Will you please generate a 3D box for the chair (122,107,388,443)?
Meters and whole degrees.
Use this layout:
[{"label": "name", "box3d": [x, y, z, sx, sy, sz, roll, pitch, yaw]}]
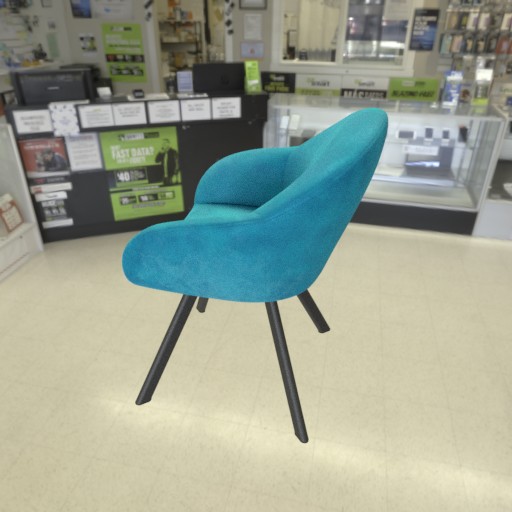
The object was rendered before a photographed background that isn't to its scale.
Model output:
[{"label": "chair", "box3d": [0.000, 0.000, 1.206, 0.590, 0.795, 0.550, 8, 31, 13]}]
